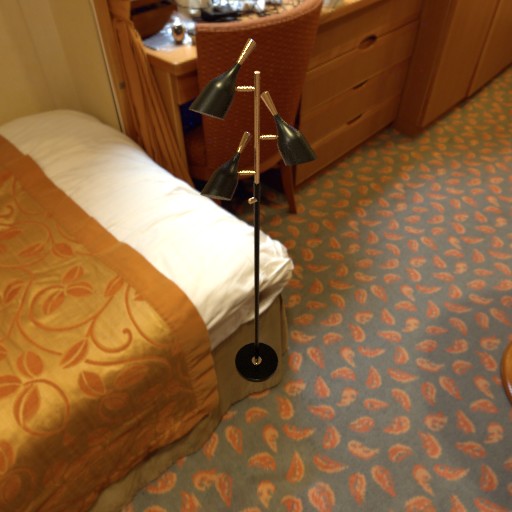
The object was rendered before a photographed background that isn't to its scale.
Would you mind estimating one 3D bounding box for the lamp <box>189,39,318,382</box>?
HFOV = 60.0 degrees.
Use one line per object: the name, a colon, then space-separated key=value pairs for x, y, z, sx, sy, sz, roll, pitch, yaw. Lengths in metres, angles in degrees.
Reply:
lamp: x=0.000 y=0.000 z=1.957 sx=0.434 sy=1.778 sz=0.253 roll=-2 pitch=45 yaw=-2
